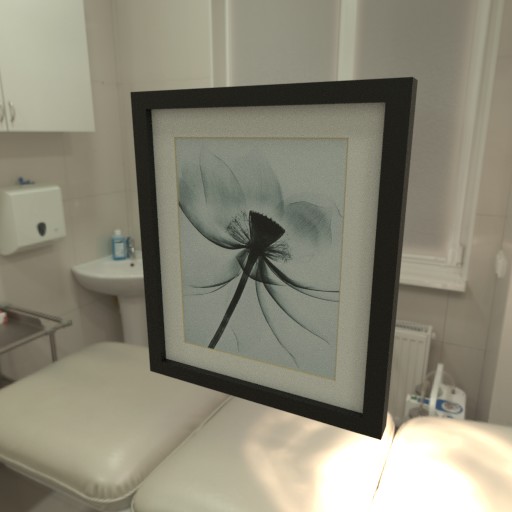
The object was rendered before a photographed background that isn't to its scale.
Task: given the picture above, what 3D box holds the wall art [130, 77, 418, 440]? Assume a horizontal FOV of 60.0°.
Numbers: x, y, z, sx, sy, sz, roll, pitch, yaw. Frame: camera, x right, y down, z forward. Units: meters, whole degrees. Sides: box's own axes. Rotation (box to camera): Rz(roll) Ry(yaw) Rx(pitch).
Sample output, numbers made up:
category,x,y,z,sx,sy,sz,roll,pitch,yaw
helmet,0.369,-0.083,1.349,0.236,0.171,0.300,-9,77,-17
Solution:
category,x,y,z,sx,sy,sz,roll,pitch,yaw
wall art,0.000,0.000,0.532,0.330,0.381,0.029,8,17,26
